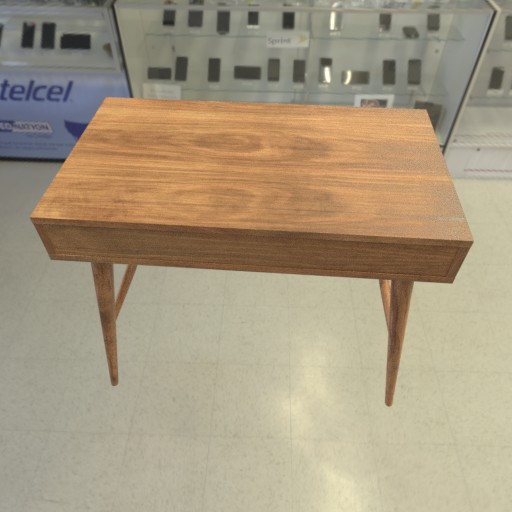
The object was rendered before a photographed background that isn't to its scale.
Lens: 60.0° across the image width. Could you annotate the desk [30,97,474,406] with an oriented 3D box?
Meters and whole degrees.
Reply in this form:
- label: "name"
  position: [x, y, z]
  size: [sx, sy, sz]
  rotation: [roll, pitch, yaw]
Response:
- label: "desk"
  position: [0.000, 0.000, 1.407]
  size: [0.949, 0.758, 0.588]
  rotation: [3, 47, 3]
